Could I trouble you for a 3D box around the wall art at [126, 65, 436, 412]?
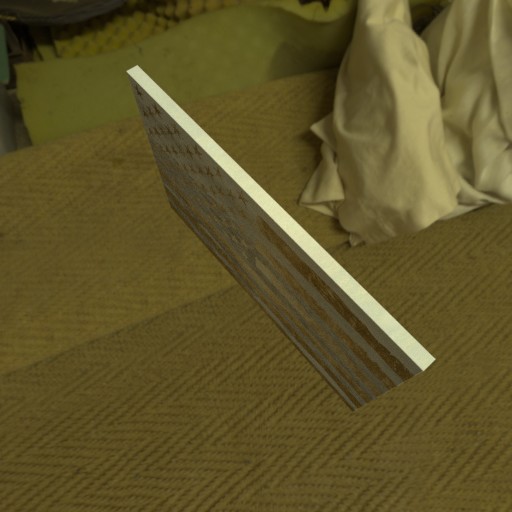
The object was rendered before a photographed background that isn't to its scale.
[{"bbox_3d":[0.000,0.000,1.473,0.041,0.762,1.145,-37,70,-16],"label":"wall art"}]
